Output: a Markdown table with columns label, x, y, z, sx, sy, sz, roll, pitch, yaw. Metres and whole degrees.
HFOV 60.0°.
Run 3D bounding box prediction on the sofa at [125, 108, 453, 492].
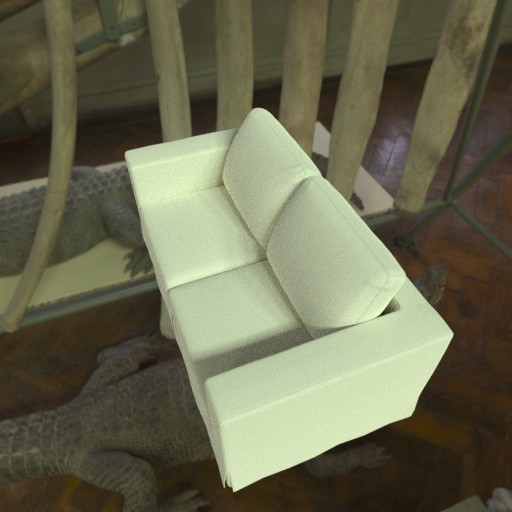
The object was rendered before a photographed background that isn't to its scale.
| label | x | y | z | sx | sy | sz | roll | pitch | yaw |
| --- | --- | --- | --- | --- | --- | --- | --- | --- | --- |
| sofa | 0.000 | 0.000 | 2.348 | 1.009 | 0.932 | 1.813 | -16 | 48 | -15 |
